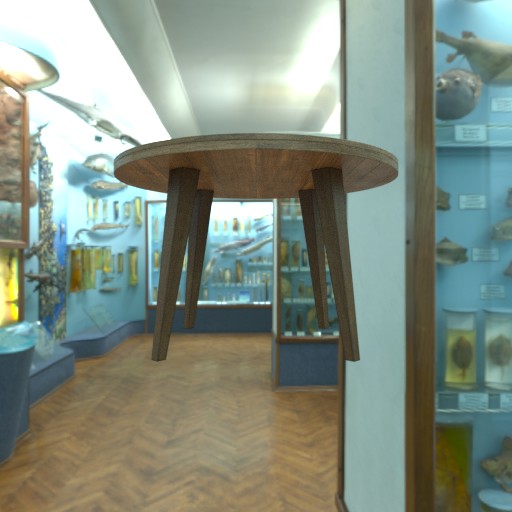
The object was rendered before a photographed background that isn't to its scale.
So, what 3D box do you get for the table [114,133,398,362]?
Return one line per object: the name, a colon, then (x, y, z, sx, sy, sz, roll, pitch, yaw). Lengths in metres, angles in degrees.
table: (0.000, 0.000, 1.984, 1.213, 0.764, 1.213, 0, 0, 0)
